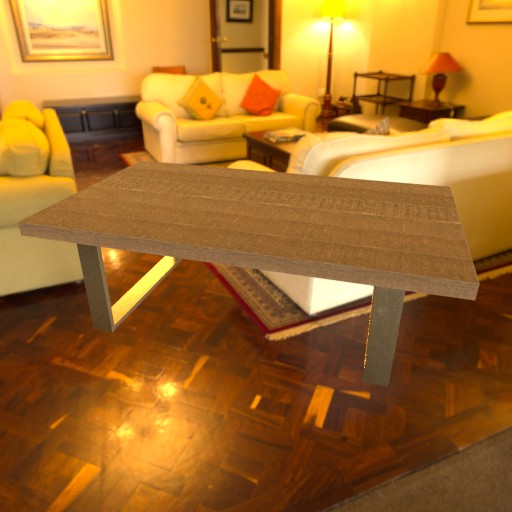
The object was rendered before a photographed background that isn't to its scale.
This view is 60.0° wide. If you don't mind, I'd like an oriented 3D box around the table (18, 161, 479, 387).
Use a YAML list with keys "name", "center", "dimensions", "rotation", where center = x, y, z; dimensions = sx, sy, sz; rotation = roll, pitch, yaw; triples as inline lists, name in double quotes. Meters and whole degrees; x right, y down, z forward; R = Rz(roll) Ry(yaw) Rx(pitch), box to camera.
- name: "table"
  center: [0.000, 0.000, 1.723]
  dimensions: [1.400, 0.440, 0.800]
  rotation: [8, 28, 15]
